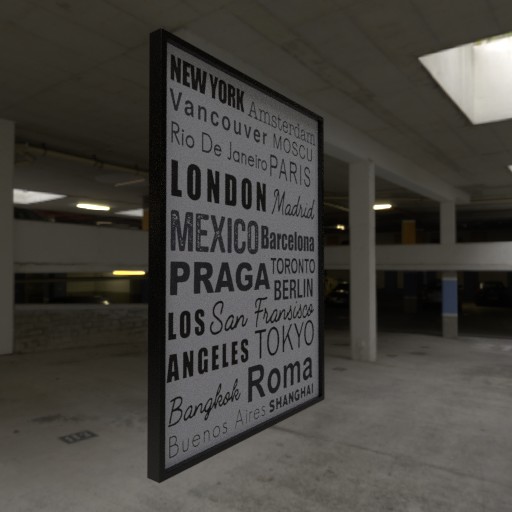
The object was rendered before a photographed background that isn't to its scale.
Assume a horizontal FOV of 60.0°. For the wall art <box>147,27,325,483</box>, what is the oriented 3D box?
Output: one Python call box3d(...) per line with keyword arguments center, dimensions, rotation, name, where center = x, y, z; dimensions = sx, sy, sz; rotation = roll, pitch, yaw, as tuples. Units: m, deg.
box3d(center=(0.000, 0.000, 1.344), dimensions=(0.043, 1.046, 0.788), rotation=(-1, -2, 37), name="wall art")
